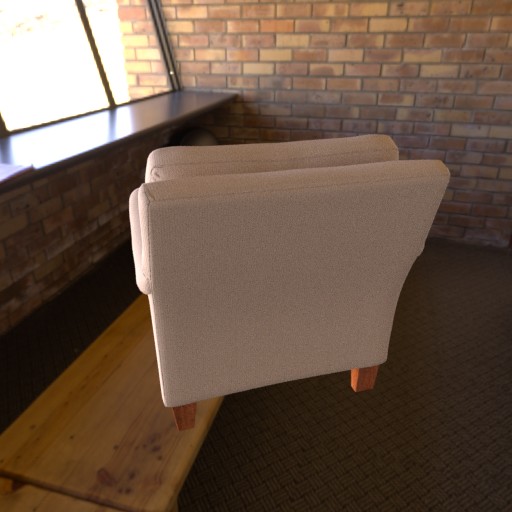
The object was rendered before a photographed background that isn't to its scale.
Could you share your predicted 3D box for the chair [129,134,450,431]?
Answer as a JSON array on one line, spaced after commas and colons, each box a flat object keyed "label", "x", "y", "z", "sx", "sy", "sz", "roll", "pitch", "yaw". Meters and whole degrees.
[{"label": "chair", "x": 0.000, "y": 0.000, "z": 1.813, "sx": 0.955, "sy": 1.038, "sz": 1.070, "roll": -7, "pitch": 27, "yaw": -14}]
